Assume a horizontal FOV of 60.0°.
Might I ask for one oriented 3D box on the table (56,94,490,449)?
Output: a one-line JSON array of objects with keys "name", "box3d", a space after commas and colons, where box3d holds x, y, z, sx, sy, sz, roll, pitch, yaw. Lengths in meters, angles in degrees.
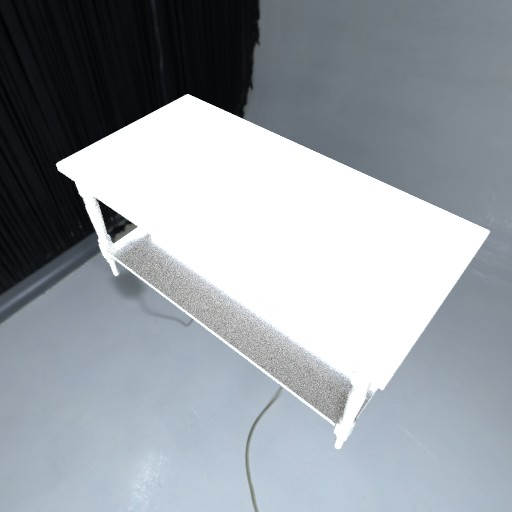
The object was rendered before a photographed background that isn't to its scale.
[{"name": "table", "box3d": [0.000, 0.000, 1.420, 1.107, 0.510, 0.550, 32, 55, 26]}]
